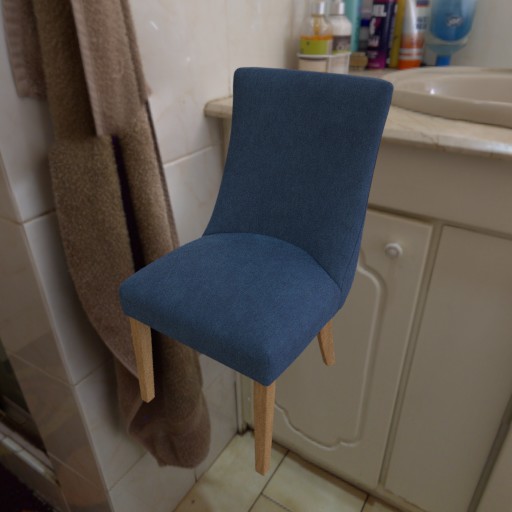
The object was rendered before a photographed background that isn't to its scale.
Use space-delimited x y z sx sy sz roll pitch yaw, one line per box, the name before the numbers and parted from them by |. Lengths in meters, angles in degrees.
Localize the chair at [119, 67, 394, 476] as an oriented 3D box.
chair | 0.000 0.000 1.235 0.495 0.902 0.609 19 35 29
